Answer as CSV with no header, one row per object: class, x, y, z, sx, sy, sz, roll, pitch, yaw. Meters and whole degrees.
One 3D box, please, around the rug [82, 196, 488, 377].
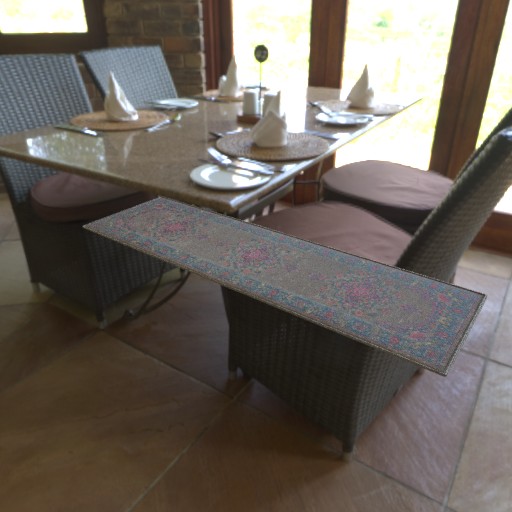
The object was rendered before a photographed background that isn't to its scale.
rug,0.000,0.000,1.998,1.827,0.012,0.553,19,33,32
